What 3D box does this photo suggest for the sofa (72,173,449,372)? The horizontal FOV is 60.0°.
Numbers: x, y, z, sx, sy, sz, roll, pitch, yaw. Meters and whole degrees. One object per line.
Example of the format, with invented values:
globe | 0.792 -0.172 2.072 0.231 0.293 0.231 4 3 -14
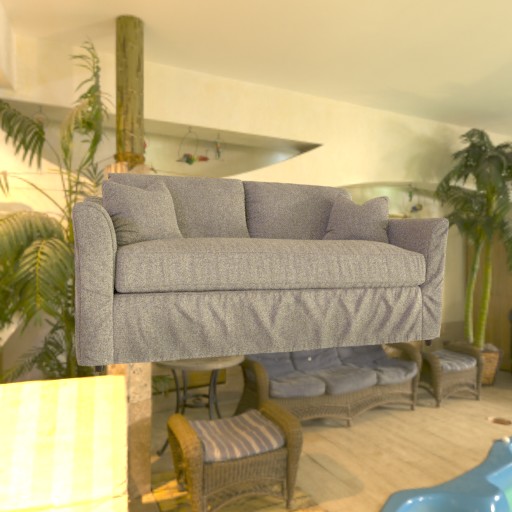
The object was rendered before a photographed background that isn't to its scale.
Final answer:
sofa | 0.000 0.000 2.676 2.010 1.018 1.072 0 0 -19
